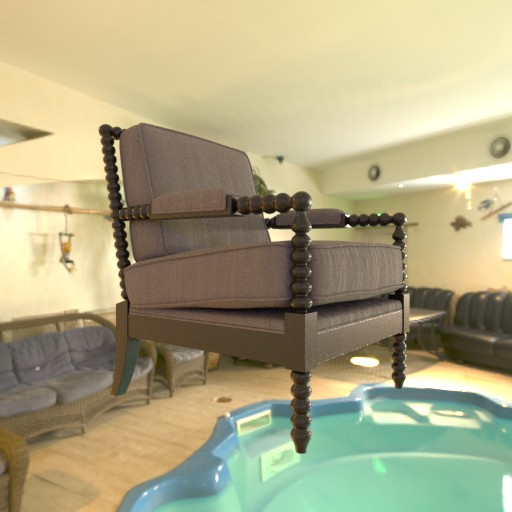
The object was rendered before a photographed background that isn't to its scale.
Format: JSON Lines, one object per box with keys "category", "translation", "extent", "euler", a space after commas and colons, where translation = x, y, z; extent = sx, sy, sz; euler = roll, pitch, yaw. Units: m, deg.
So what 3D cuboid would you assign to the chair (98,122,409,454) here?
{"category": "chair", "translation": [0.000, 0.000, 1.102], "extent": [0.622, 0.661, 0.540], "euler": [0, 0, 38]}
